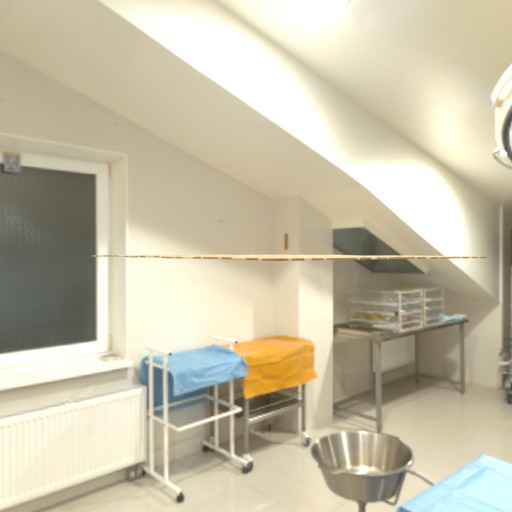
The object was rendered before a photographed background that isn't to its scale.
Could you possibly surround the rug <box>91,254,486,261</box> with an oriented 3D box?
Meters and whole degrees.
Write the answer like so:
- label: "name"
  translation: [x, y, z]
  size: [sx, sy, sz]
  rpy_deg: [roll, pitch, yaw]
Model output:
- label: "rug"
  translation: [0.000, 0.000, 2.241]
  size: [1.152, 0.013, 1.761]
  rpy_deg: [0, 0, -36]
